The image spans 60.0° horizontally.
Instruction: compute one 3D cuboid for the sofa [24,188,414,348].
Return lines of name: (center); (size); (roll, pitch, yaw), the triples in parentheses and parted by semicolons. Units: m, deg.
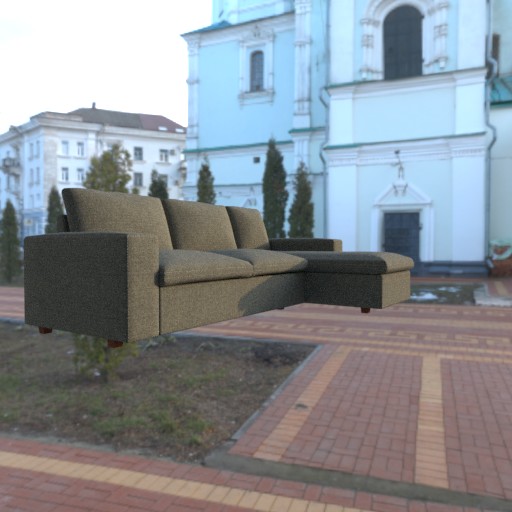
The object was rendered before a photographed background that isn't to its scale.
sofa: (0.000, 0.000, 3.428); (1.689, 0.940, 2.718); (1, 2, 34)
